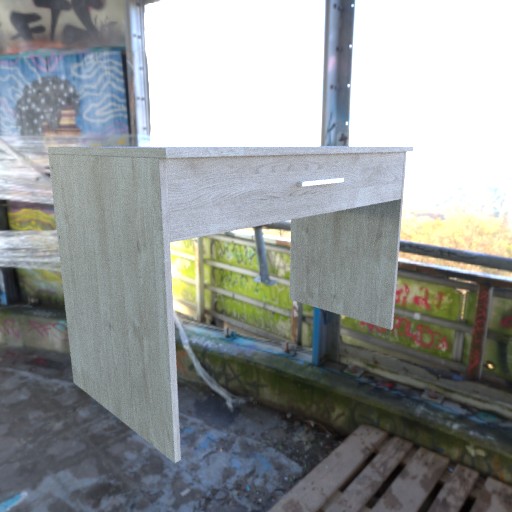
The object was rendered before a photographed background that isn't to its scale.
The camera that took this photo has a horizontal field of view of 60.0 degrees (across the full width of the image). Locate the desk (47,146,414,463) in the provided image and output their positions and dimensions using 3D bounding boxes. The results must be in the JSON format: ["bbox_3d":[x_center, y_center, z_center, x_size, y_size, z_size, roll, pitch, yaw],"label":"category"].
[{"bbox_3d":[0.000,0.000,1.524,0.560,0.730,1.100,13,19,42],"label":"desk"}]
